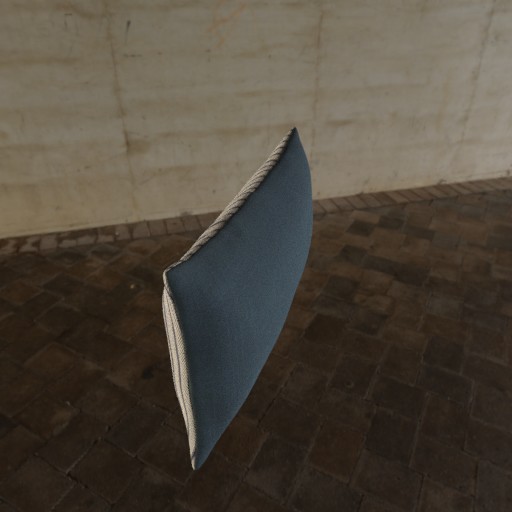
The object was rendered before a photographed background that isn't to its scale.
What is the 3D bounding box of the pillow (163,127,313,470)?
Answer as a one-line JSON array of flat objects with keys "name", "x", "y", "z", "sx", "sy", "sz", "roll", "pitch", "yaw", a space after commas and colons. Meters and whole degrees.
[{"name": "pillow", "x": 0.000, "y": 0.000, "z": 0.746, "sx": 0.151, "sy": 0.305, "sz": 0.609, "roll": 8, "pitch": 32, "yaw": 14}]
